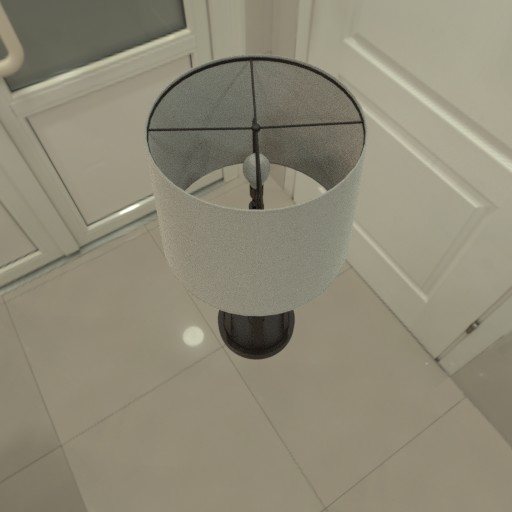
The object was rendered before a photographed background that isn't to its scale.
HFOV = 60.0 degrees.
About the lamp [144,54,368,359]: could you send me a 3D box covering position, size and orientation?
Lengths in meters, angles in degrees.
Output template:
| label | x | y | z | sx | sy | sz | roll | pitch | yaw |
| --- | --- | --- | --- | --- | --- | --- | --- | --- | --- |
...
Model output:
| label | x | y | z | sx | sy | sz | roll | pitch | yaw |
| --- | --- | --- | --- | --- | --- | --- | --- | --- | --- |
| lamp | 0.000 | 0.000 | 0.656 | 0.251 | 0.509 | 0.251 | 0 | 59 | 0 |
